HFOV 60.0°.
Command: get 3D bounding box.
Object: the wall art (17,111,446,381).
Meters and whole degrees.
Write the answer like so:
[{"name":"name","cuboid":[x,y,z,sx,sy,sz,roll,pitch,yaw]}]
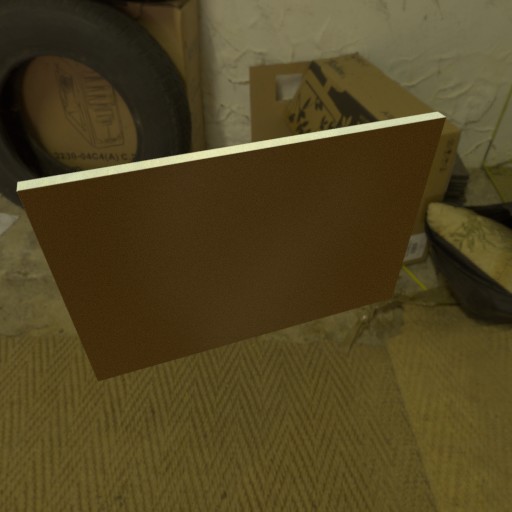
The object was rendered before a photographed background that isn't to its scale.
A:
[{"name":"wall art","cuboid":[0.000,0.000,1.397,1.145,0.762,0.041,-13,43,-14]}]
